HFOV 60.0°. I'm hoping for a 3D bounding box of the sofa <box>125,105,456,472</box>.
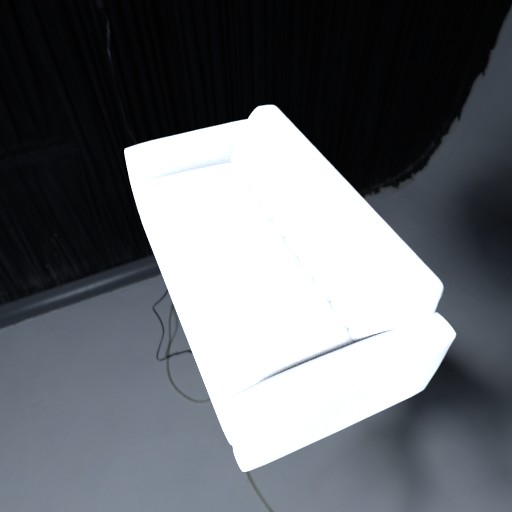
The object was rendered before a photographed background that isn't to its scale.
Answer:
[{"bbox_3d":[0.000,0.000,2.399,0.969,0.814,1.895,-18,49,-16],"label":"sofa"}]
